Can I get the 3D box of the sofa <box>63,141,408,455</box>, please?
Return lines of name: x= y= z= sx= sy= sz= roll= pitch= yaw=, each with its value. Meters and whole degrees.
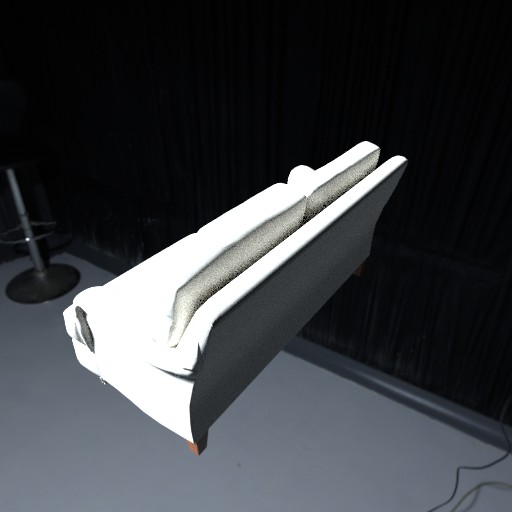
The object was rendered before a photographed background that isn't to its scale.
sofa: x=0.000 y=0.000 z=2.799 sx=1.086 sy=1.087 sz=2.159 roll=21 pitch=38 yaw=29
